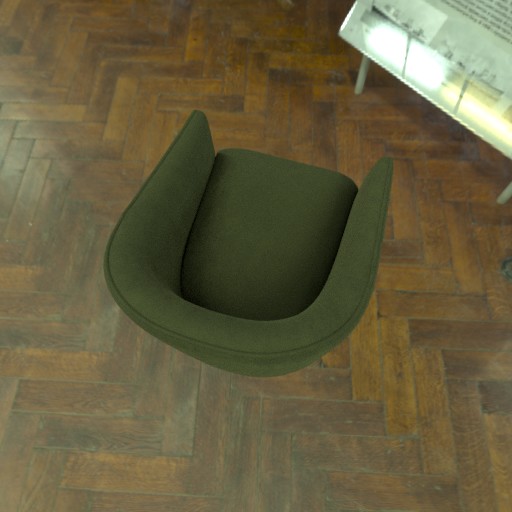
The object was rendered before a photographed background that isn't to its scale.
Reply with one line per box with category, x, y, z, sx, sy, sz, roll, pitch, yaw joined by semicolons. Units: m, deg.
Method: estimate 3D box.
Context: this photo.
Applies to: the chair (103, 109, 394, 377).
chair;0.000;0.000;1.488;0.747;0.799;0.875;16;65;8
